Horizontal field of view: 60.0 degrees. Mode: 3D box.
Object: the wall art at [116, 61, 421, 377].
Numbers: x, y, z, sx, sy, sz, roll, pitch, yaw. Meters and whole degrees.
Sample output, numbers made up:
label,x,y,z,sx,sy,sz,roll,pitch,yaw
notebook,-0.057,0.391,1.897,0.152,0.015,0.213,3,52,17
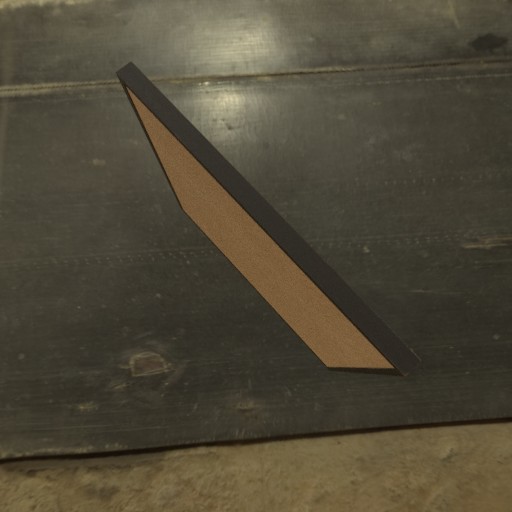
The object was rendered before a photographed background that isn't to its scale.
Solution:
label,x,y,z,sx,sy,sz,roll,pitch,yaw
wall art,0.000,0.000,1.157,0.038,0.762,0.762,-41,80,-9
